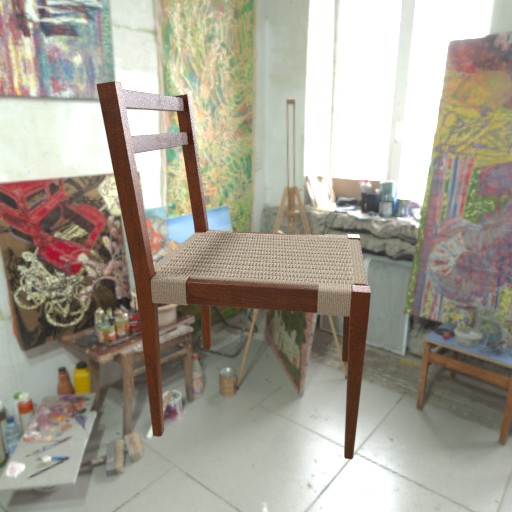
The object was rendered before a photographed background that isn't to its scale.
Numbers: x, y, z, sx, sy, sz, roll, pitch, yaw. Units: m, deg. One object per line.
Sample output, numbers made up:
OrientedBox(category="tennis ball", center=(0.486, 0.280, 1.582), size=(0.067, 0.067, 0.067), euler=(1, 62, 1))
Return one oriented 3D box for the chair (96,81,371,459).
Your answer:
OrientedBox(category="chair", center=(0.000, 0.000, 1.199), size=(0.569, 0.851, 0.495), euler=(3, 17, 9))
